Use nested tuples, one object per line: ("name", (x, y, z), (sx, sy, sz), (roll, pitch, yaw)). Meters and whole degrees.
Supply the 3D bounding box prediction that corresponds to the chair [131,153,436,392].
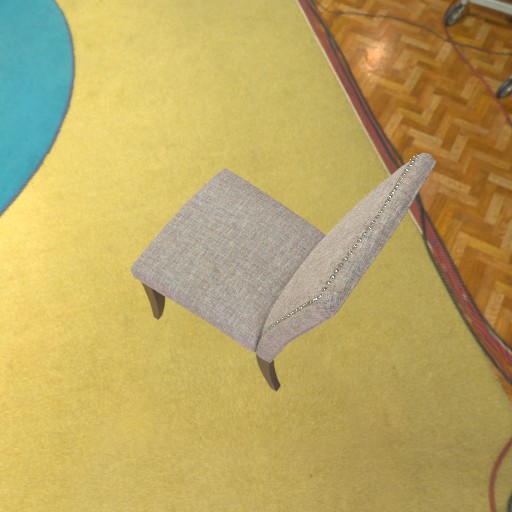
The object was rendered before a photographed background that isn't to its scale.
("chair", (0.000, 0.000, 1.365), (0.660, 1.016, 0.513), (32, 67, 15))
